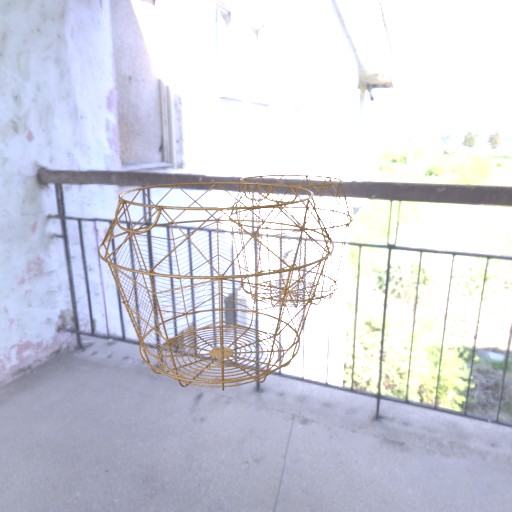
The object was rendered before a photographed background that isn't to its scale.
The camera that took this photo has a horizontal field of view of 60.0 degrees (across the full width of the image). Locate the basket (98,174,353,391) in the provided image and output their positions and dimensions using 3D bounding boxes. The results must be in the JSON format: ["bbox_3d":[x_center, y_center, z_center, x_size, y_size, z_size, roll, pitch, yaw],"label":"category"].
[{"bbox_3d":[0.000,0.000,1.047,0.451,0.343,0.805,7,17,23],"label":"basket"}]
